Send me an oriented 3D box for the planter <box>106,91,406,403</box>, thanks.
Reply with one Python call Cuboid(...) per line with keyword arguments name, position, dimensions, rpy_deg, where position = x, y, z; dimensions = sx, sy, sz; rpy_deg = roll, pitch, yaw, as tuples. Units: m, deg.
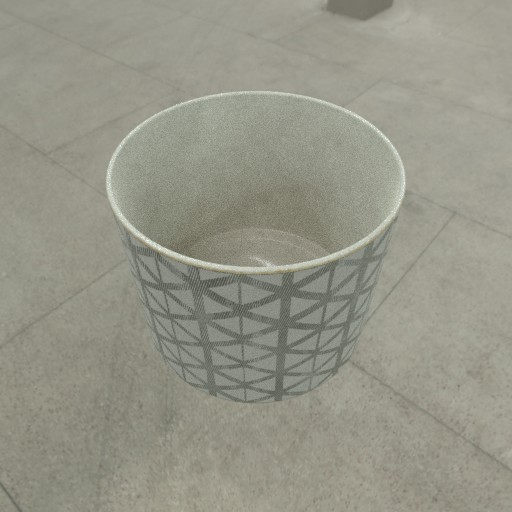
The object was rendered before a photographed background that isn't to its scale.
Cuboid(name="planter", position=(0.000, 0.000, 0.465), dimensions=(0.250, 0.239, 0.250), rpy_deg=(0, 47, 0))
